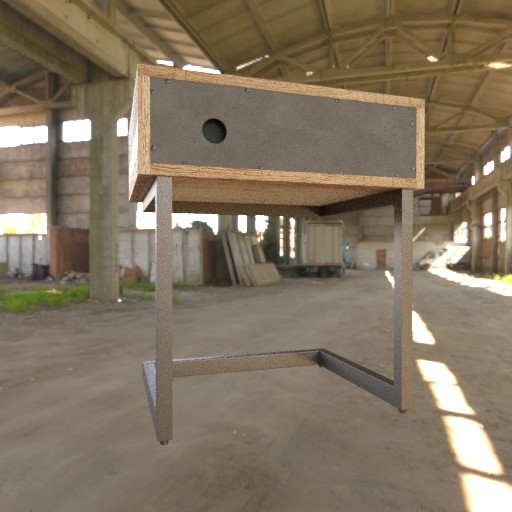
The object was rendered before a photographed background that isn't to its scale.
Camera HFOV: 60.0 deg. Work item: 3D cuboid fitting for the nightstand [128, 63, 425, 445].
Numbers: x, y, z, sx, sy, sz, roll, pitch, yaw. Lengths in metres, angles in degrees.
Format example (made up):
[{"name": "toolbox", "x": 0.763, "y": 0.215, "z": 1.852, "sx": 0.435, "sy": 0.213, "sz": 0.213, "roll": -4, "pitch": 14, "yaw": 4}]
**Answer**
[{"name": "nightstand", "x": 0.000, "y": 0.000, "z": 1.034, "sx": 0.558, "sy": 0.632, "sz": 0.481, "roll": 0, "pitch": 1, "yaw": -18}]
